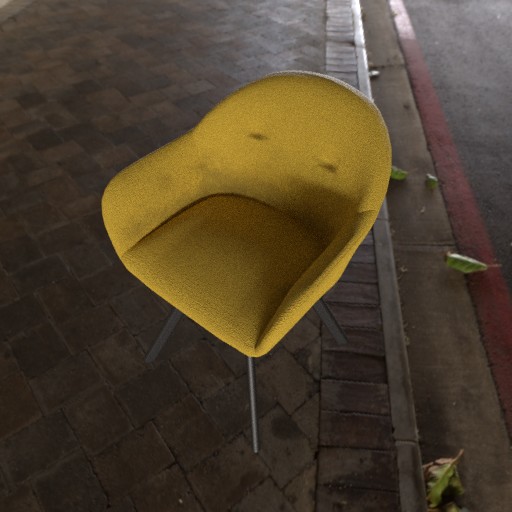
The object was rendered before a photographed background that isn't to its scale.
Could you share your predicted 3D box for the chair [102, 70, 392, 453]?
[{"bbox_3d":[0.000,0.000,1.155,0.545,0.775,0.565,30,53,26],"label":"chair"}]
